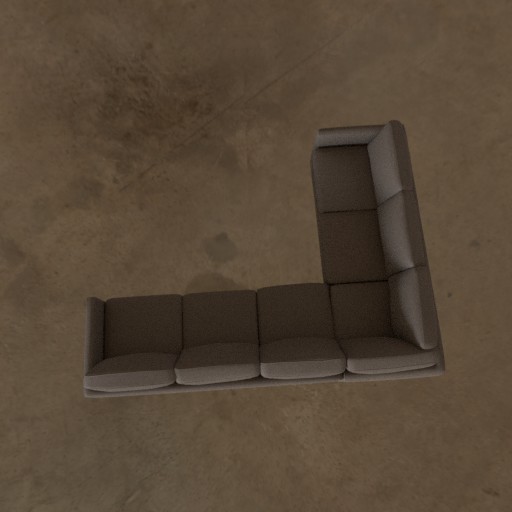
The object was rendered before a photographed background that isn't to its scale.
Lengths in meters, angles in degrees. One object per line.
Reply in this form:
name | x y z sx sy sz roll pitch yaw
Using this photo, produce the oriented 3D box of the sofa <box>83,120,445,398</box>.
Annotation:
sofa | 0.000 0.000 4.521 3.302 0.947 2.593 -4 75 -1
